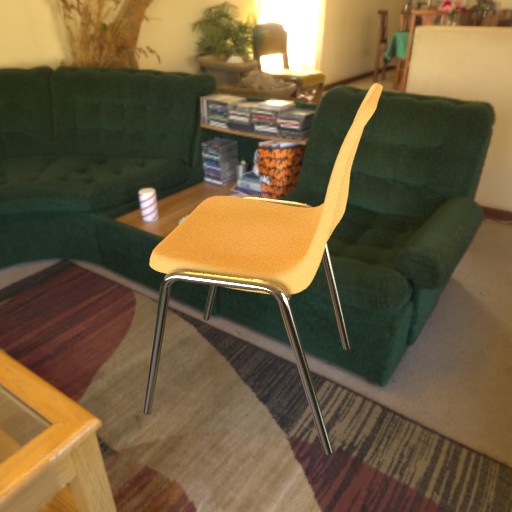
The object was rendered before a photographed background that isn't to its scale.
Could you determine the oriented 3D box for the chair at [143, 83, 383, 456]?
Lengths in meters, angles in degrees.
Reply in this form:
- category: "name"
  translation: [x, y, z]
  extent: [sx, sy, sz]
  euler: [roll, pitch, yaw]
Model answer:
- category: "chair"
  translation: [0.000, 0.000, 0.948]
  extent: [0.436, 0.704, 0.381]
  euler: [9, 31, 14]
